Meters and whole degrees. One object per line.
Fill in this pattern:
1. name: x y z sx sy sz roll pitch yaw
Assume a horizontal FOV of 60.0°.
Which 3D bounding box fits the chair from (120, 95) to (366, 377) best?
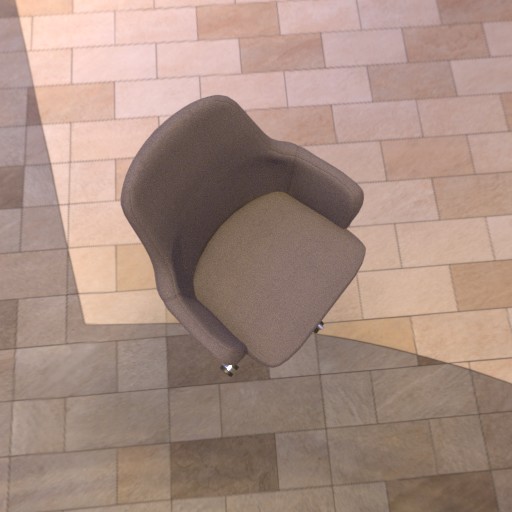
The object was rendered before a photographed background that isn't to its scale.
1. chair: 0.000 0.000 1.297 0.600 0.820 0.655 38 79 9
